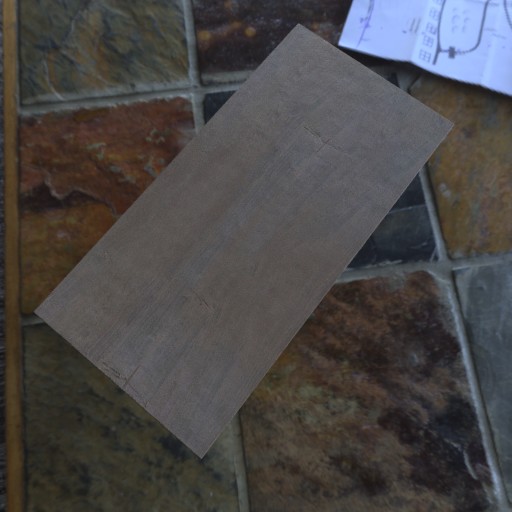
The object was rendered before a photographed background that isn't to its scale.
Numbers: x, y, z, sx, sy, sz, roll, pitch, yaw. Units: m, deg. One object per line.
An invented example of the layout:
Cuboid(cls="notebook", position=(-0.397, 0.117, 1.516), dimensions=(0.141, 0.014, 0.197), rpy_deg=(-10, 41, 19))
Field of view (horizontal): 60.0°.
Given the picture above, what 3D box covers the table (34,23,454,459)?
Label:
Cuboid(cls="table", position=(0.000, 0.000, 1.632), dimensions=(0.556, 0.914, 1.119), rpy_deg=(37, 78, 9))
